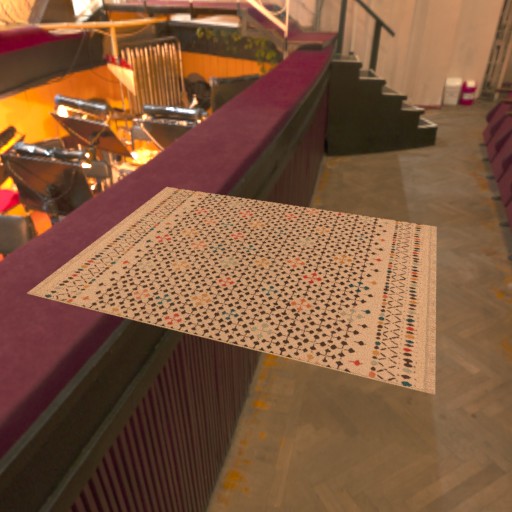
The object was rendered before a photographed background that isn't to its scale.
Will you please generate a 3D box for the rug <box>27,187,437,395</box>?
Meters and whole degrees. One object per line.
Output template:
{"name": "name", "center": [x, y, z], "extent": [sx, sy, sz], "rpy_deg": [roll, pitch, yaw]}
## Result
{"name": "rug", "center": [0.000, 0.000, 2.026], "extent": [1.556, 0.006, 1.146], "rpy_deg": [10, 33, 16]}
